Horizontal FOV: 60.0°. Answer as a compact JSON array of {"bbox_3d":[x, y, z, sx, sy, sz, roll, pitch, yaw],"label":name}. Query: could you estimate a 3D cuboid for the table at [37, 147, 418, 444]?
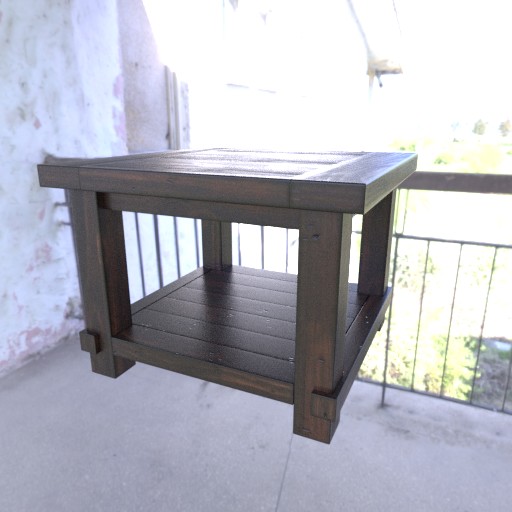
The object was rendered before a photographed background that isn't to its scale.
[{"bbox_3d":[0.000,0.000,1.006,0.593,0.437,0.606,8,19,24],"label":"table"}]
